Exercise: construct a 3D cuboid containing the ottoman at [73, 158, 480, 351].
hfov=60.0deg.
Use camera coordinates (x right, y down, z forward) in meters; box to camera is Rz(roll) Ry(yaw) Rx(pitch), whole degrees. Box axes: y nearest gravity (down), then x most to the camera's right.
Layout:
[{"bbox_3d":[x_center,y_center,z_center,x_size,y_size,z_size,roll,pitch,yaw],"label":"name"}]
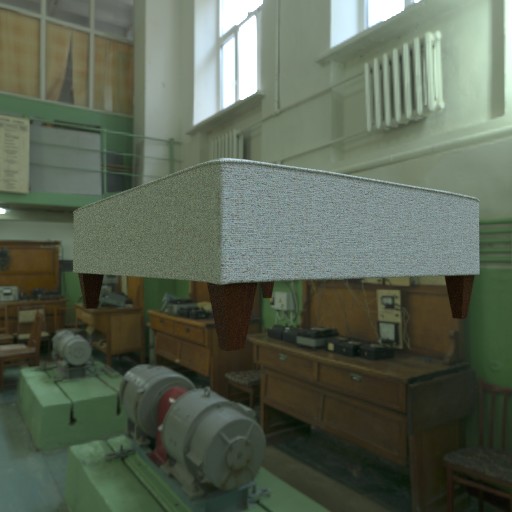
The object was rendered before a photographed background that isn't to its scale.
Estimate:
[{"bbox_3d":[0.000,0.000,1.187,0.736,0.303,0.835,1,-1,-36],"label":"ottoman"}]
